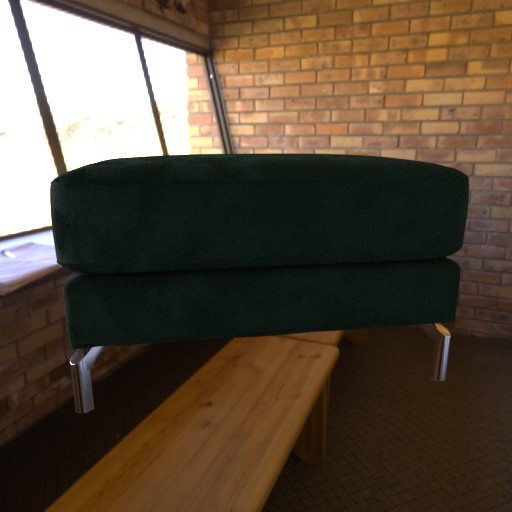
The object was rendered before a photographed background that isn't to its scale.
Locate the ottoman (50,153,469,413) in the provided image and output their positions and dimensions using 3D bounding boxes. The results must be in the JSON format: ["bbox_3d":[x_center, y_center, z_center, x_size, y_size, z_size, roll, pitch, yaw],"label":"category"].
[{"bbox_3d":[0.000,0.000,1.187,0.886,0.533,0.536,-2,15,-9],"label":"ottoman"}]
